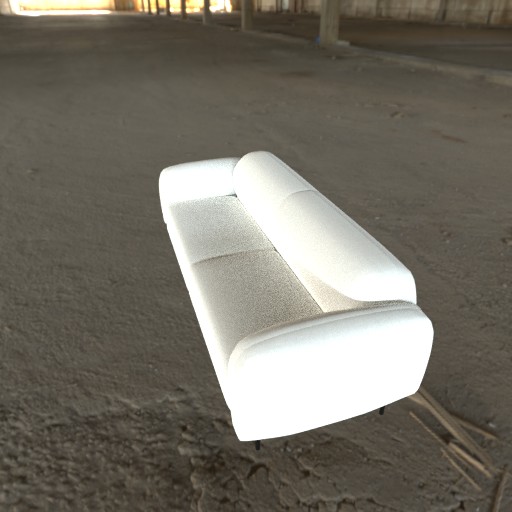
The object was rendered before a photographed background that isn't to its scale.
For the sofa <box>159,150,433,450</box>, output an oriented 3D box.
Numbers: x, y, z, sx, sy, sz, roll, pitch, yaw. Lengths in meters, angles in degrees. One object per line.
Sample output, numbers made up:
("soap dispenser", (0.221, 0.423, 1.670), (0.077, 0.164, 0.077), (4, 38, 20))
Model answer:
("sofa", (0.000, 0.000, 2.668), (0.870, 0.780, 2.280), (-9, 31, -16))
